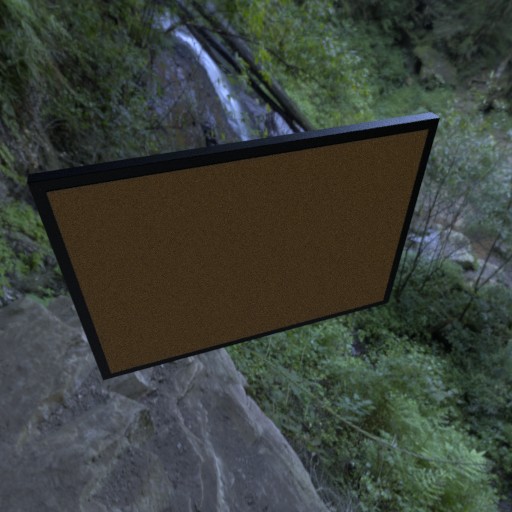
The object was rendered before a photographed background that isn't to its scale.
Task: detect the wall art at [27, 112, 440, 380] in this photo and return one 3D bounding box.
[{"bbox_3d":[0.000,0.000,0.832,0.657,0.458,0.027,-13,42,-14],"label":"wall art"}]
